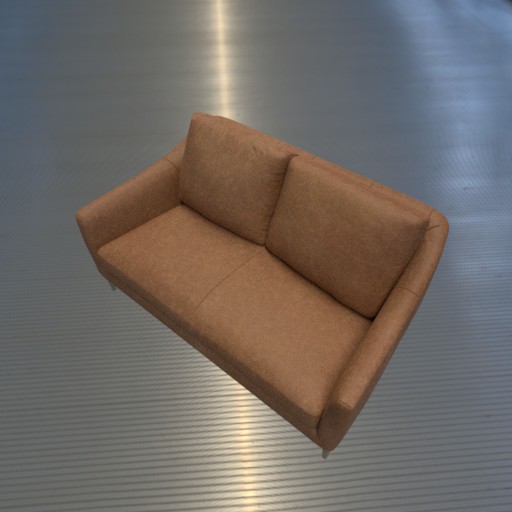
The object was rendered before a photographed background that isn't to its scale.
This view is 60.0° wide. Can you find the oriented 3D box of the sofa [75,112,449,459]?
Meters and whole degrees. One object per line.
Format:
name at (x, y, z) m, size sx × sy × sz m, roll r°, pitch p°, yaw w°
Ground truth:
sofa at (0.000, 0.000, 2.198) m, size 1.619 × 0.902 × 0.960 m, roll 31°, pitch 53°, yaw 27°
